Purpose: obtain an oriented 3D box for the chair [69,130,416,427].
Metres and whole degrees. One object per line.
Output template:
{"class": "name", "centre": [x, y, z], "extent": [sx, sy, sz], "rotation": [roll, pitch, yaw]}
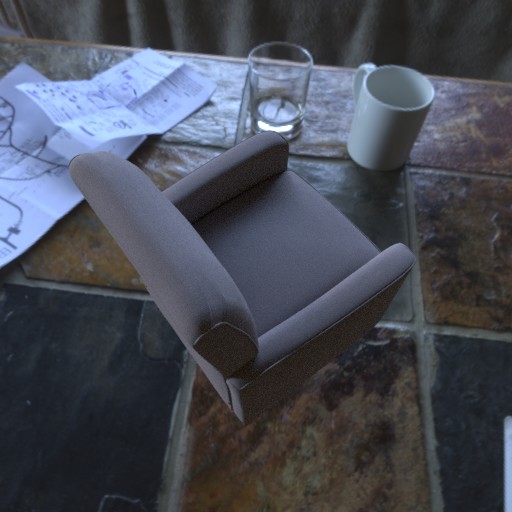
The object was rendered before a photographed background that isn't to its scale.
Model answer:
{"class": "chair", "centre": [0.000, 0.000, 1.642], "extent": [0.859, 1.023, 0.845], "rotation": [-33, 64, -19]}
